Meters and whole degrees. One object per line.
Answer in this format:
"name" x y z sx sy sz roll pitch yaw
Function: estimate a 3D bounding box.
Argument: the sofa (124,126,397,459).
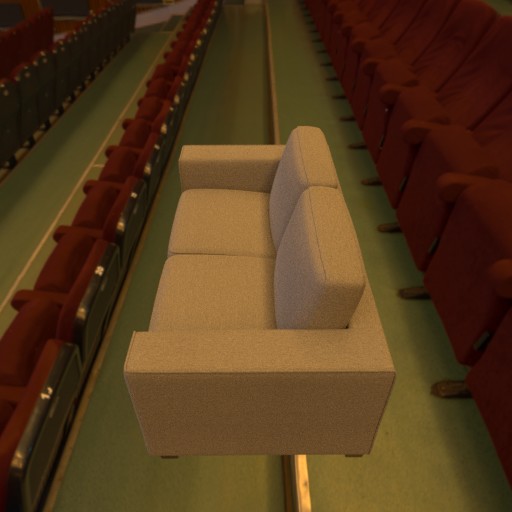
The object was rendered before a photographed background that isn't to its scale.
"sofa" 0.000 0.000 2.406 1.007 0.924 1.812 0 40 0
